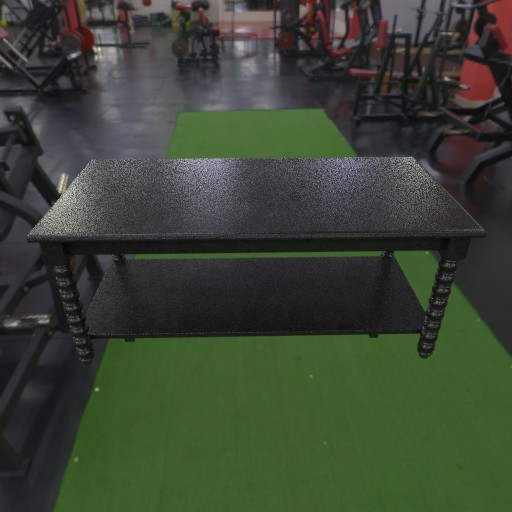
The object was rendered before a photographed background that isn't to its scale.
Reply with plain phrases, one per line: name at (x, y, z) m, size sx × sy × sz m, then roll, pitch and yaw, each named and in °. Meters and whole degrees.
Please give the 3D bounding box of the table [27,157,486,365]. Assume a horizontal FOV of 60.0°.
table at (0.000, 0.000, 1.490) m, size 1.171 × 0.487 × 0.580 m, roll -1°, pitch 32°, yaw -1°
